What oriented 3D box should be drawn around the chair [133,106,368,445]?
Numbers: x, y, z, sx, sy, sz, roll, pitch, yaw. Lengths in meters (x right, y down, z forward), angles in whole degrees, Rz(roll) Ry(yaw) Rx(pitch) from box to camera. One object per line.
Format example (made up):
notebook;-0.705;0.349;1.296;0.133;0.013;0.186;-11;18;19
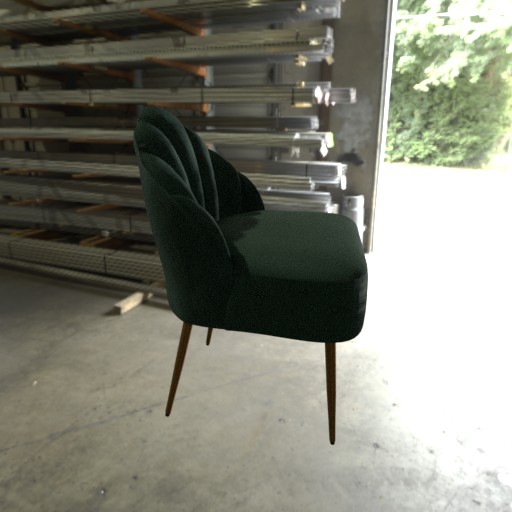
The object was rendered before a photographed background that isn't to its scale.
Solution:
chair;0.000;0.000;1.273;0.599;0.819;0.657;3;16;9
